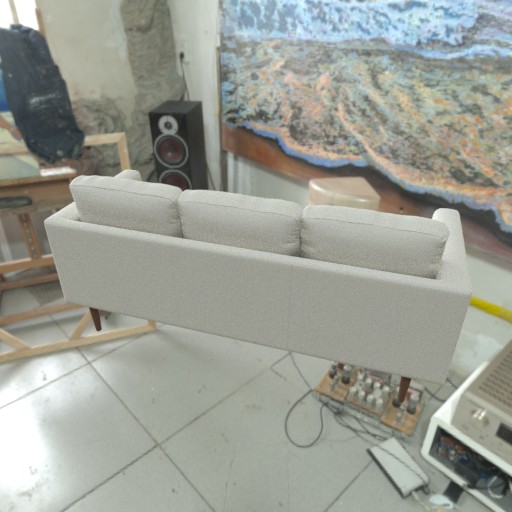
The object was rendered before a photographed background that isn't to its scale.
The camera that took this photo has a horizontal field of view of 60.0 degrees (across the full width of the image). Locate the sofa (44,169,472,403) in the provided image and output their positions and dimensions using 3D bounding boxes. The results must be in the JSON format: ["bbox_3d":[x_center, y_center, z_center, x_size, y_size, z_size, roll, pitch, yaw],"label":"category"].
[{"bbox_3d":[0.000,0.000,2.426,2.029,0.912,0.802,9,33,15],"label":"sofa"}]
